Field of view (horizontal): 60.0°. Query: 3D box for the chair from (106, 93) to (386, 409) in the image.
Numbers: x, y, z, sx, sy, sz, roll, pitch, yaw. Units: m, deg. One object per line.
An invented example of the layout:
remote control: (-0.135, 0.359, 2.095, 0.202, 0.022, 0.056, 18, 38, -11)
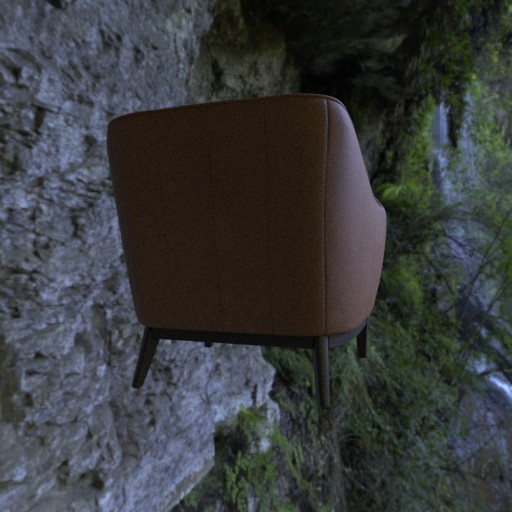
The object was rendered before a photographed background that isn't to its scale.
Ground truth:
chair: (0.000, 0.000, 1.583, 0.871, 0.830, 0.852, 0, 0, 18)
